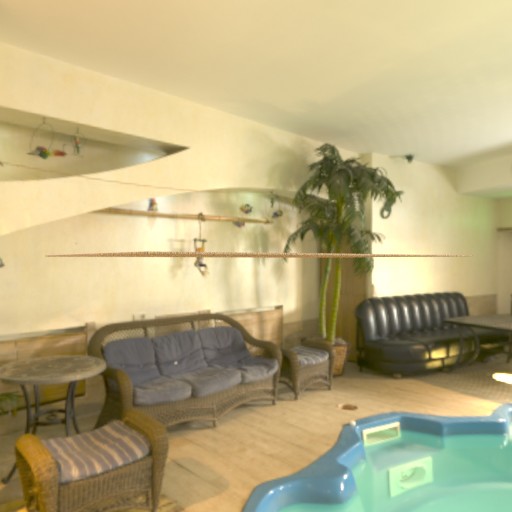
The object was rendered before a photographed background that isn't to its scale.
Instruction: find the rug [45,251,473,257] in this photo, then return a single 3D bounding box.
[{"bbox_3d":[0.000,0.000,3.978,3.048,0.013,2.439,0,-1,-36],"label":"rug"}]
